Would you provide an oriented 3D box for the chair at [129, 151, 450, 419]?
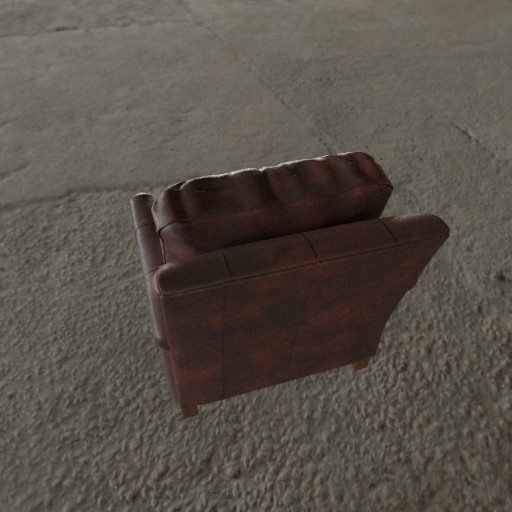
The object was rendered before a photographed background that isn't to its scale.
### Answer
[{"bbox_3d":[0.000,0.000,1.935,0.987,1.051,1.156,-12,42,-13],"label":"chair"}]
